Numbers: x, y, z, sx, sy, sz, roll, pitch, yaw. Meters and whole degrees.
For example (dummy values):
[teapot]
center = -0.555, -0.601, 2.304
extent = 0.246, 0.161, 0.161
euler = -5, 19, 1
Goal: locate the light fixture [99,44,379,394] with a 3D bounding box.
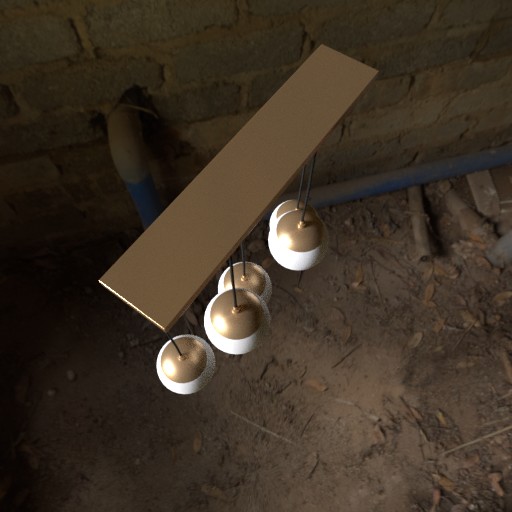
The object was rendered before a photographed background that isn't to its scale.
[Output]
[light fixture]
center = 0.000, 0.000, 1.304
extent = 0.299, 0.869, 0.863
euler = 33, 68, 15
